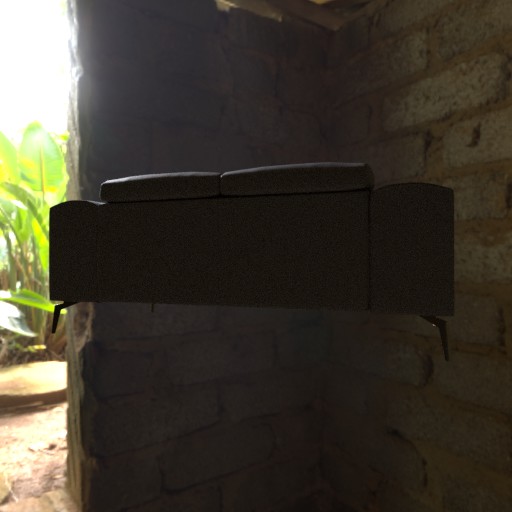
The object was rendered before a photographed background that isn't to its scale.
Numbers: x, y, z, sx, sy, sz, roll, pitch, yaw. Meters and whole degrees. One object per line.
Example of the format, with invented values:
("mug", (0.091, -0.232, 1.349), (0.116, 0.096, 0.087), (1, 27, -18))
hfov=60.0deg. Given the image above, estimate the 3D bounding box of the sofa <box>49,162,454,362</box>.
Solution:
("sofa", (0.000, 0.000, 2.374), (1.895, 0.779, 1.003), (0, 0, 19))
